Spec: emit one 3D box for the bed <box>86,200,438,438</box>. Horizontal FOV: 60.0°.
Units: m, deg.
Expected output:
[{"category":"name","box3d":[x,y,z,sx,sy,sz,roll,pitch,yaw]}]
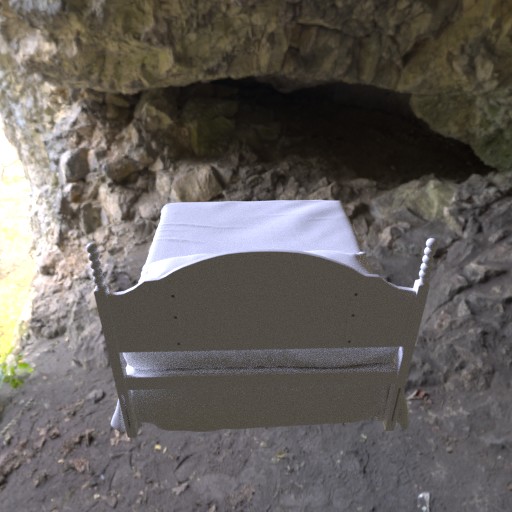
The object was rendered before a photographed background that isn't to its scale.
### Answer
[{"category":"bed","box3d":[0.000,0.000,3.259,1.873,1.356,2.040,-1,31,-1]}]
